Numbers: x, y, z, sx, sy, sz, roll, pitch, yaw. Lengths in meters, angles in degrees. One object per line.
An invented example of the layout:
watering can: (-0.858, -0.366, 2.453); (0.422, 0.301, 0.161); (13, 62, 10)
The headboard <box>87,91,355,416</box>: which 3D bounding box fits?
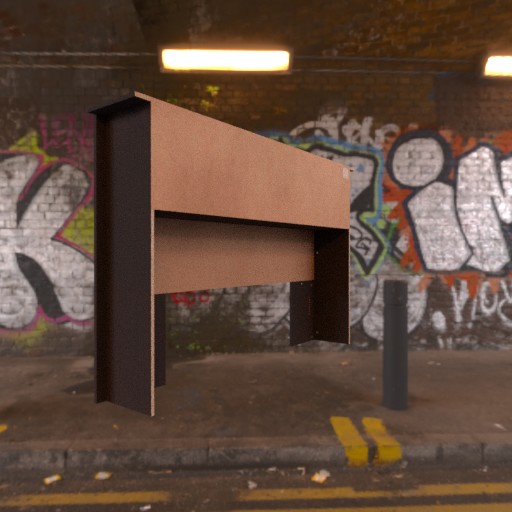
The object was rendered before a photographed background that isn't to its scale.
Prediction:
headboard: (0.000, 0.000, 2.208); (0.279, 1.092, 1.671); (0, 0, 38)
